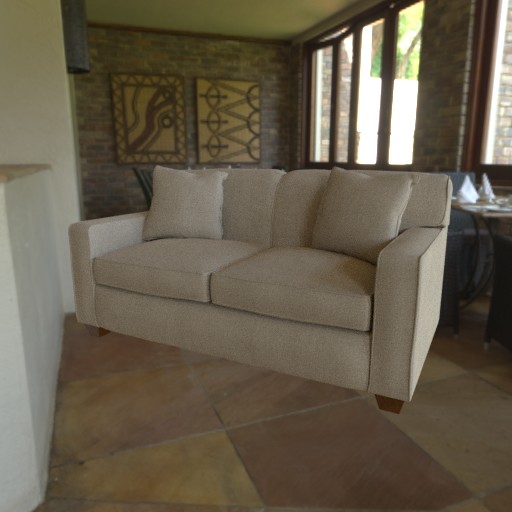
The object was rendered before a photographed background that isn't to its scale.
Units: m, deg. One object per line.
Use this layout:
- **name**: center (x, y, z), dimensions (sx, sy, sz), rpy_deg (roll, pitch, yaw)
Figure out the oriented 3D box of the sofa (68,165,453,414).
- **sofa**: center (0.000, 0.000, 2.419), dimensions (1.846, 0.958, 0.998), rpy_deg (7, 14, 27)
